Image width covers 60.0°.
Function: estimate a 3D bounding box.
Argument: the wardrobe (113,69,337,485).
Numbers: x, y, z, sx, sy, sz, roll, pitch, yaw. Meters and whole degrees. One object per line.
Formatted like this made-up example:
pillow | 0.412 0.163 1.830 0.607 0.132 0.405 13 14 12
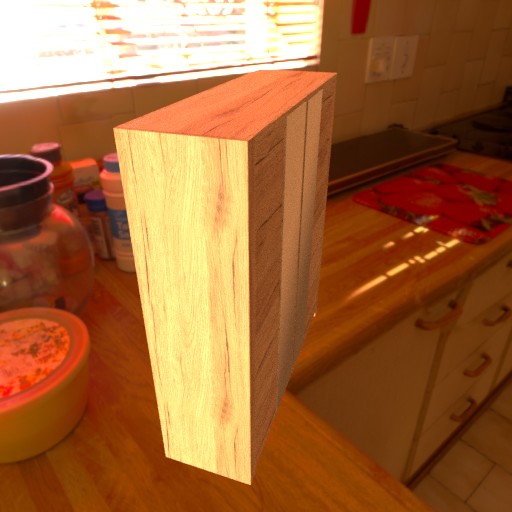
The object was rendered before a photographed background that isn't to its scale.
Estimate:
wardrobe | 0.000 0.000 2.951 0.580 2.070 1.810 10 32 17
